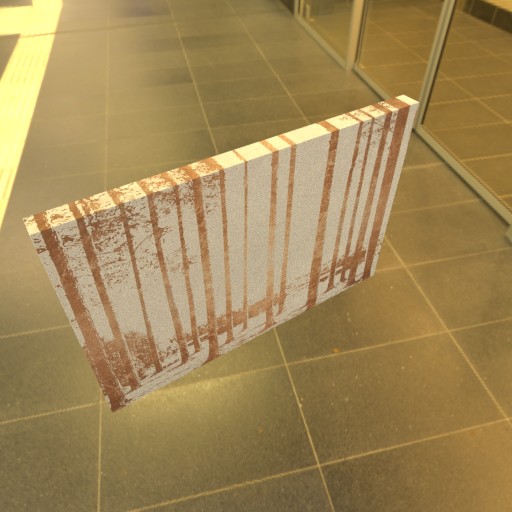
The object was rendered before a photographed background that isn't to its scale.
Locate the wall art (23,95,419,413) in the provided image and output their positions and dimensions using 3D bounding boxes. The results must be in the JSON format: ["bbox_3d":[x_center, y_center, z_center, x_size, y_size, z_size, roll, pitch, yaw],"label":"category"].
[{"bbox_3d":[0.000,0.000,0.752,0.609,0.405,0.035,-24,49,-23],"label":"wall art"}]
